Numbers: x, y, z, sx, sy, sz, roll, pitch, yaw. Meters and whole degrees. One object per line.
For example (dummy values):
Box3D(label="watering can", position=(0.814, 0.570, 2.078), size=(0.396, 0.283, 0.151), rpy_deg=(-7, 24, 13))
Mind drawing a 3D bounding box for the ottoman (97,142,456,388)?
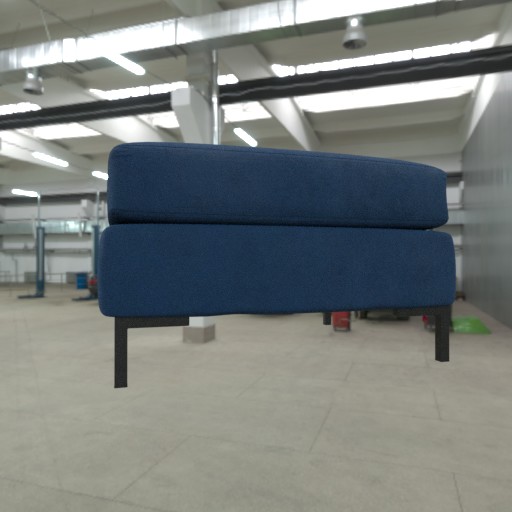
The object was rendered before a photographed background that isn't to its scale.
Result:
Box3D(label="ottoman", position=(0.000, 0.000, 1.202), size=(0.794, 0.485, 0.655), rpy_deg=(0, -1, -17))
